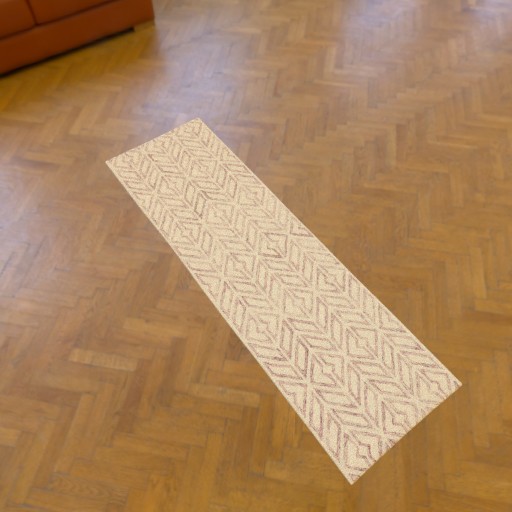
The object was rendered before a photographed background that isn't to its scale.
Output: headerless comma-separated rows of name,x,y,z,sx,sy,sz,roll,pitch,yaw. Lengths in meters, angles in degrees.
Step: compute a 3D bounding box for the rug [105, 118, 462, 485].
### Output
rug,0.000,0.000,2.605,0.750,0.009,2.435,-32,63,-19
